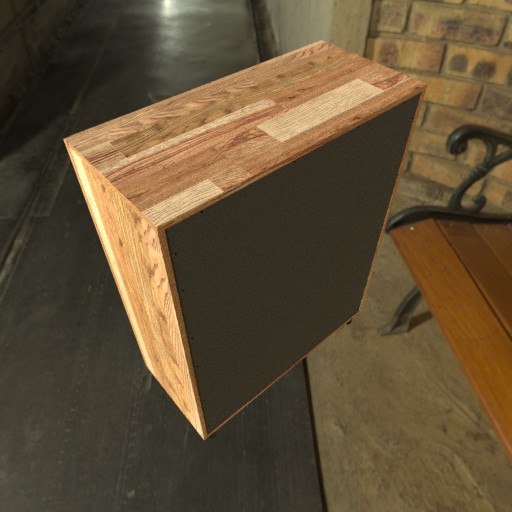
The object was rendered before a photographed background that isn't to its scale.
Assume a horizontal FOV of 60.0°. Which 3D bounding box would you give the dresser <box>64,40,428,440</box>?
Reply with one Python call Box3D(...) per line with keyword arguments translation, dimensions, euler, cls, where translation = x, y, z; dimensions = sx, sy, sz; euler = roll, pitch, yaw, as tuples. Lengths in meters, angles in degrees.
Box3D(translation=(0.000, 0.000, 1.709), dimensions=(0.966, 1.243, 0.480), euler=(-32, 55, -27), cls="dresser")
